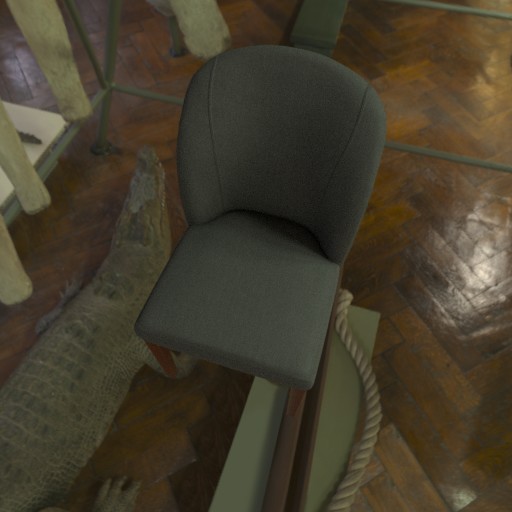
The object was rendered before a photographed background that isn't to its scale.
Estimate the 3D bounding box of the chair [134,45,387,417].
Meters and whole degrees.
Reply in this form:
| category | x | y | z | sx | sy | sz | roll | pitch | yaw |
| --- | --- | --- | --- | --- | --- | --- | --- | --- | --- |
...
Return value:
| category | x | y | z | sx | sy | sz | roll | pitch | yaw |
| --- | --- | --- | --- | --- | --- | --- | --- | --- | --- |
| chair | 0.000 | 0.000 | 1.240 | 0.506 | 0.879 | 0.619 | 15 | 59 | 9 |
